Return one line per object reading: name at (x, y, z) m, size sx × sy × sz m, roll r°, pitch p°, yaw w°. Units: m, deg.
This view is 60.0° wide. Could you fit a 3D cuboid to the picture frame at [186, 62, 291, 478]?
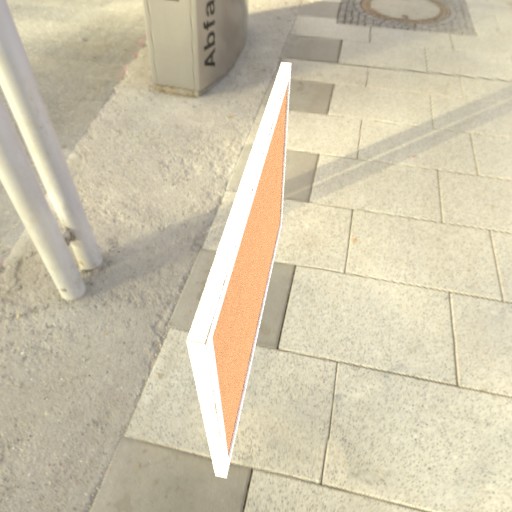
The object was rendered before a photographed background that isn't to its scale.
picture frame at (0.000, 0.000, 1.203) m, size 0.029 × 0.640 × 0.950 m, roll 8°, pitch 48°, yaw 7°
